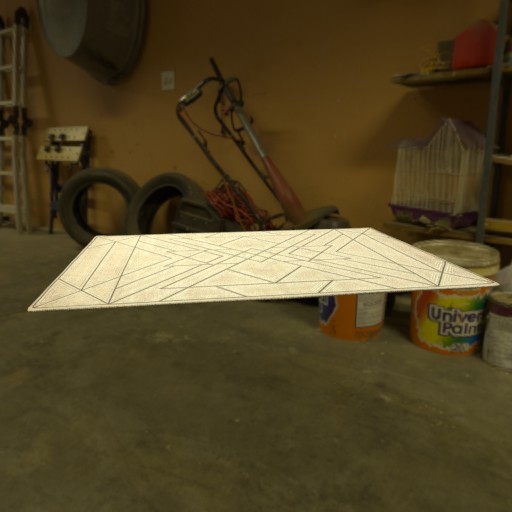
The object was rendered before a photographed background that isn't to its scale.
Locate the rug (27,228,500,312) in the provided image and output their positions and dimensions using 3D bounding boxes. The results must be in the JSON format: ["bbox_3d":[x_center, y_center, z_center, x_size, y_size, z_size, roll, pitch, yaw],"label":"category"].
[{"bbox_3d":[0.000,0.000,4.256,3.381,0.026,2.436,-2,14,-9],"label":"rug"}]
